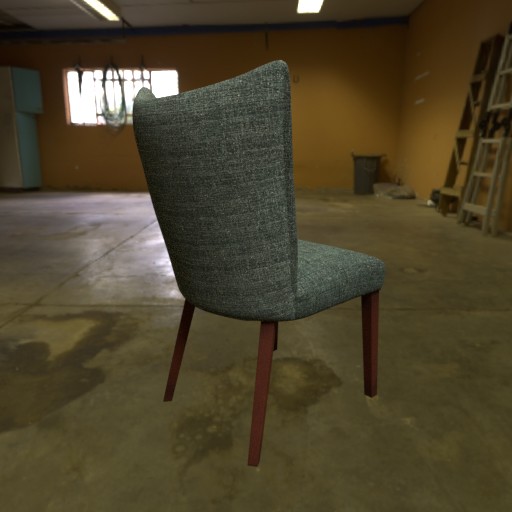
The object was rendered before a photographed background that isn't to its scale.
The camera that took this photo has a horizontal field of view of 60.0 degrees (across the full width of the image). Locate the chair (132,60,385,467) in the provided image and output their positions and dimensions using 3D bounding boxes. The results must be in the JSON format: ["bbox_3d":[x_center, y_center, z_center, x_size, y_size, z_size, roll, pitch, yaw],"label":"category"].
[{"bbox_3d":[0.000,0.000,1.257,0.623,0.924,0.535,-13,19,-42],"label":"chair"}]
